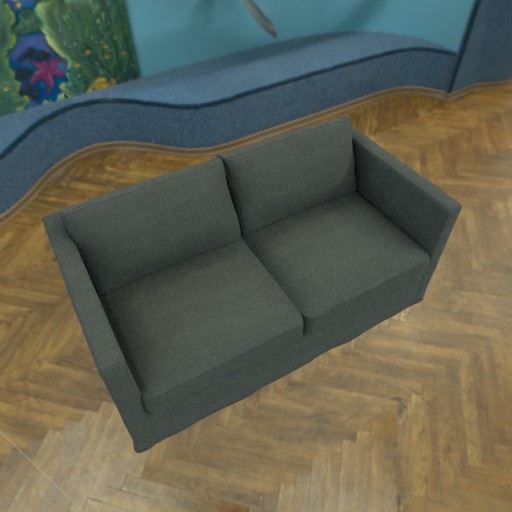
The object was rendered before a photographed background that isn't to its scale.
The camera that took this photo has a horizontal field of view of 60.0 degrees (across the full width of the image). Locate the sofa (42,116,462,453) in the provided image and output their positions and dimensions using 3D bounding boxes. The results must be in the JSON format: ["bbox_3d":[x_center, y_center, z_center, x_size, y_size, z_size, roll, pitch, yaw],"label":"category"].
[{"bbox_3d":[0.000,0.000,2.294,1.802,0.854,0.974,-23,51,-20],"label":"sofa"}]
